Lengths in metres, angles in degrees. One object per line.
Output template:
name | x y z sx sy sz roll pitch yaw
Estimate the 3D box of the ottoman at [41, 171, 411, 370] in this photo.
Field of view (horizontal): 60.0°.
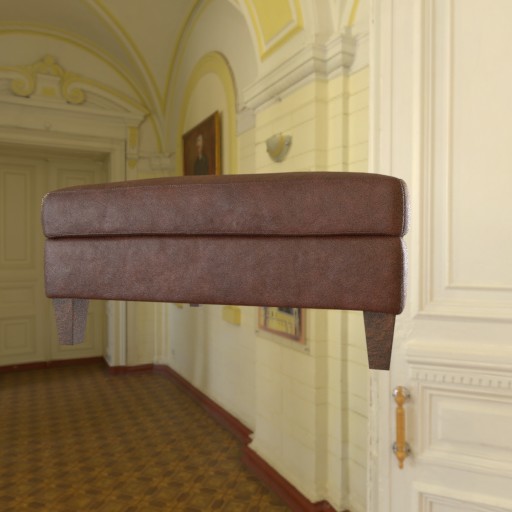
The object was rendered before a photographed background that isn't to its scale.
ottoman | 0.000 0.000 1.304 0.844 0.415 0.836 0 1 17
